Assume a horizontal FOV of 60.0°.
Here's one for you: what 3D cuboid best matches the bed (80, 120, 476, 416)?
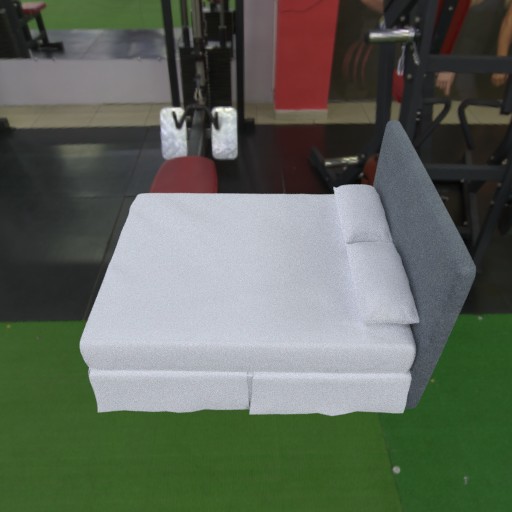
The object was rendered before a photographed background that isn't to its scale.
[{"bbox_3d":[0.000,0.000,3.126,2.142,1.330,1.713,1,41,1],"label":"bed"}]
